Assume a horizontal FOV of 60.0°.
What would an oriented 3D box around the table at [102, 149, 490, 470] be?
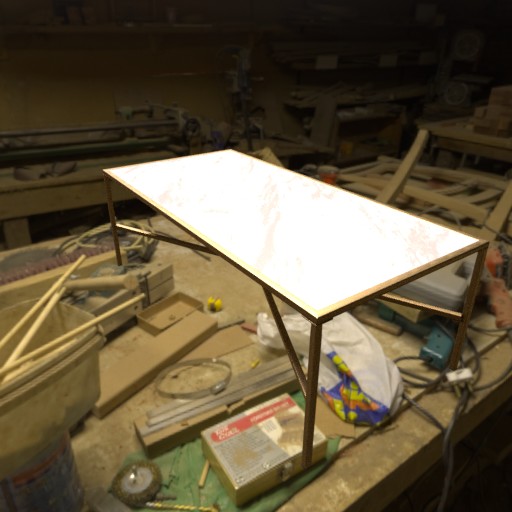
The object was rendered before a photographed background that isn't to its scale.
[{"bbox_3d":[0.000,0.000,1.476,0.577,0.405,1.197,-18,32,-31],"label":"table"}]
